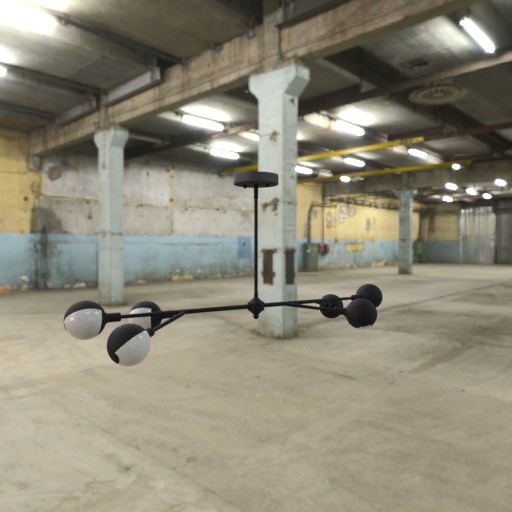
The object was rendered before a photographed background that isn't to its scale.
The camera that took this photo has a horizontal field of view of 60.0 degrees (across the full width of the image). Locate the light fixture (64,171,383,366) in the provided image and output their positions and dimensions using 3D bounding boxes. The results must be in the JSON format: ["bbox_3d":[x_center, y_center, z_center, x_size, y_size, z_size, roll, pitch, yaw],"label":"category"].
[{"bbox_3d":[0.000,0.000,0.997,0.778,0.362,0.434,0,1,-18],"label":"light fixture"}]
